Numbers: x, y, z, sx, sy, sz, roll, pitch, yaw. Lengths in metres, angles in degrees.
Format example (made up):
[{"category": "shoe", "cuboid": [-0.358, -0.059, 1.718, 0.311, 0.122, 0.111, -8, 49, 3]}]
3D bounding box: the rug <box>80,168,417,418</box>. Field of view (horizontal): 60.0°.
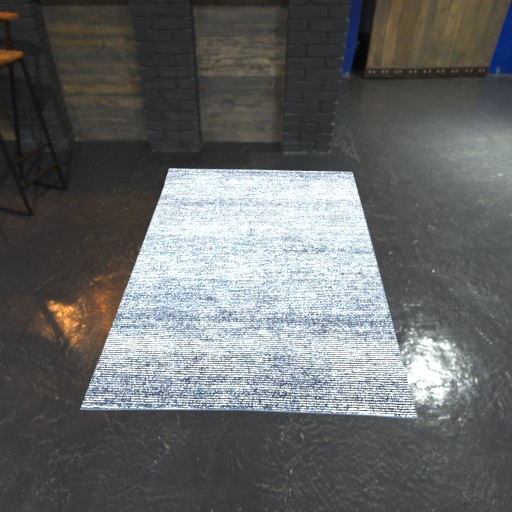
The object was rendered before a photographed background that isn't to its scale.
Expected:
[{"category": "rug", "cuboid": [0.000, 0.000, 3.015, 1.624, 0.030, 2.349, 1, 40, 2]}]
